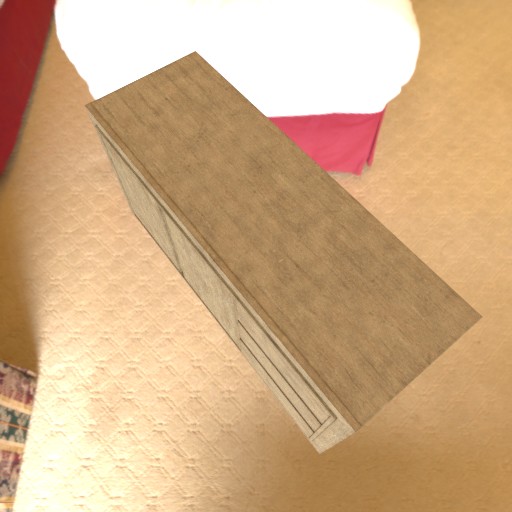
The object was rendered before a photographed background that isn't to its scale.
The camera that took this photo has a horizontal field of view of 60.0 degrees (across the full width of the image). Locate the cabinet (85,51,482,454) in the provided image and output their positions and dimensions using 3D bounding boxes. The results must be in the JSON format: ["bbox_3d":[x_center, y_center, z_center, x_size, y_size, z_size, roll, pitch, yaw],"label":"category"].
[{"bbox_3d":[0.000,0.000,1.832,0.511,0.825,1.460,-35,67,-17],"label":"cabinet"}]
